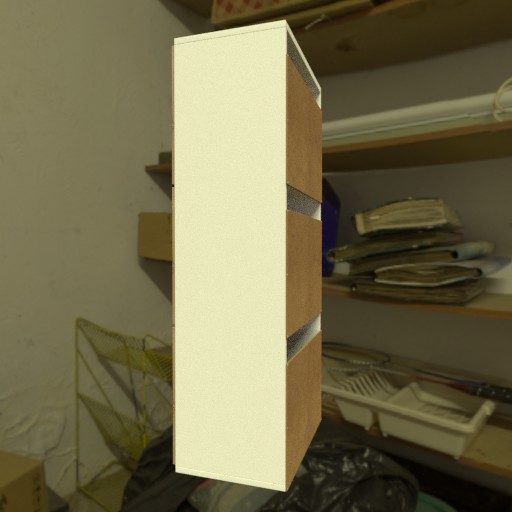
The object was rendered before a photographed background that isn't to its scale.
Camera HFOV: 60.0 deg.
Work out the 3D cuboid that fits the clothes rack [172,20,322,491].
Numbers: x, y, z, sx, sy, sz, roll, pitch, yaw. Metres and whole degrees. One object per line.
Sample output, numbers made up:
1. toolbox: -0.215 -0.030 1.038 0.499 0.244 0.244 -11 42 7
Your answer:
1. clothes rack: 0.000 0.000 1.402 0.331 1.187 0.500 0 1 18
